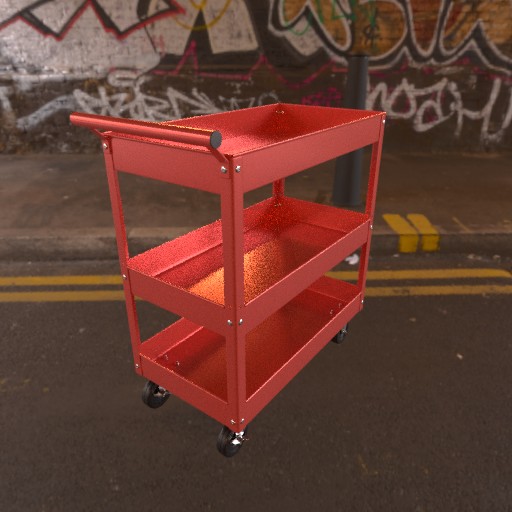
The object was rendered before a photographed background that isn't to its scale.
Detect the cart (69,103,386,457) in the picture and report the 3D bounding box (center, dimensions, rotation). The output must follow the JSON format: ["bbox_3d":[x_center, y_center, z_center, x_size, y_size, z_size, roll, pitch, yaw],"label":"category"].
[{"bbox_3d":[0.000,0.000,1.180,0.366,0.780,0.719,18,30,33],"label":"cart"}]
